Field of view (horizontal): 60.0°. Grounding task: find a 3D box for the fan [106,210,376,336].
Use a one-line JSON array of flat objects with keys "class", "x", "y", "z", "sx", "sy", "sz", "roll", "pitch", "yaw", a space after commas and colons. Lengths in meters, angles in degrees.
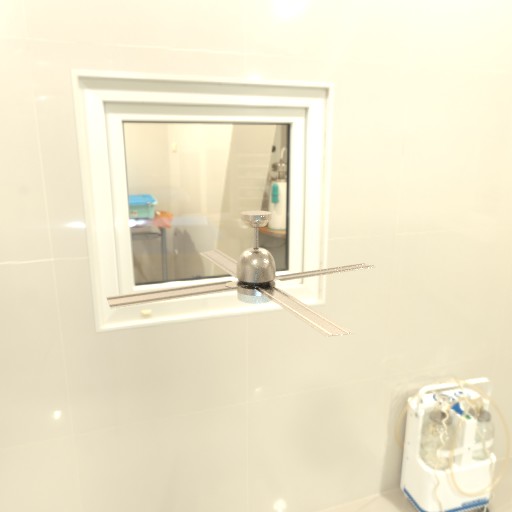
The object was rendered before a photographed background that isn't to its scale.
[{"class": "fan", "x": 0.000, "y": 0.000, "z": 2.070, "sx": 1.346, "sy": 0.406, "sz": 1.346, "roll": -7, "pitch": 16, "yaw": -26}]
